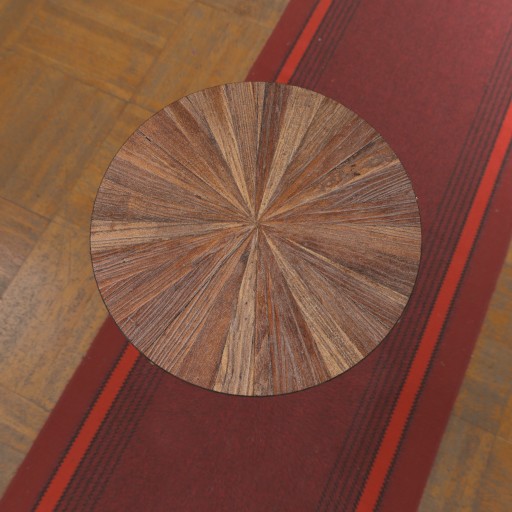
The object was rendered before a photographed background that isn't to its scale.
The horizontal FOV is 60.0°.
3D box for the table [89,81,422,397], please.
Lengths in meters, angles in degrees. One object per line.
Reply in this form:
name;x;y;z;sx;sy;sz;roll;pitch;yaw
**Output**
table;0.000;0.000;1.498;0.885;0.658;0.885;0;75;0
